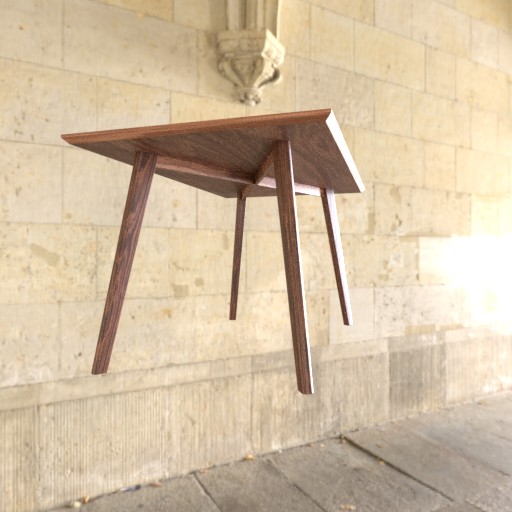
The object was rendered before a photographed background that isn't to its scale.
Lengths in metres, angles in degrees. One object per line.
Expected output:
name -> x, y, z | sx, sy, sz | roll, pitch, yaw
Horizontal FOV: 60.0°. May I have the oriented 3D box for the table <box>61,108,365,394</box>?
table -> 0.000, 0.000, 1.846 | 0.801, 0.724, 1.349 | 0, 0, 17
